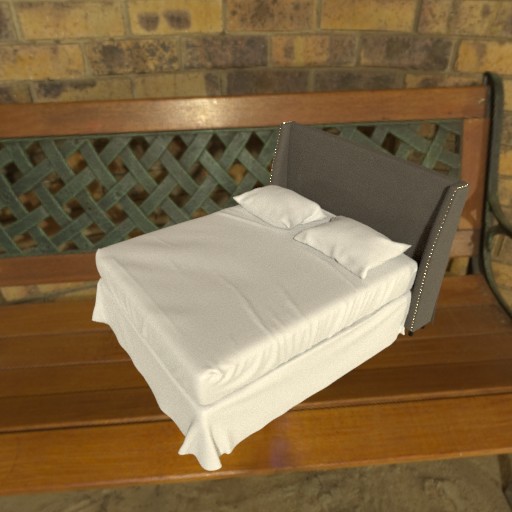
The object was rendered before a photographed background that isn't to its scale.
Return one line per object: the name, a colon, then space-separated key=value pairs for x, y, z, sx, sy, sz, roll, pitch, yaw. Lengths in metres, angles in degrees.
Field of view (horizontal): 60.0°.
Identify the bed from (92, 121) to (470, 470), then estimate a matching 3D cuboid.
bed: x=0.000 y=0.000 z=3.451 sx=2.276 sy=1.332 sz=1.925 roll=-22 pitch=39 yaw=-30
